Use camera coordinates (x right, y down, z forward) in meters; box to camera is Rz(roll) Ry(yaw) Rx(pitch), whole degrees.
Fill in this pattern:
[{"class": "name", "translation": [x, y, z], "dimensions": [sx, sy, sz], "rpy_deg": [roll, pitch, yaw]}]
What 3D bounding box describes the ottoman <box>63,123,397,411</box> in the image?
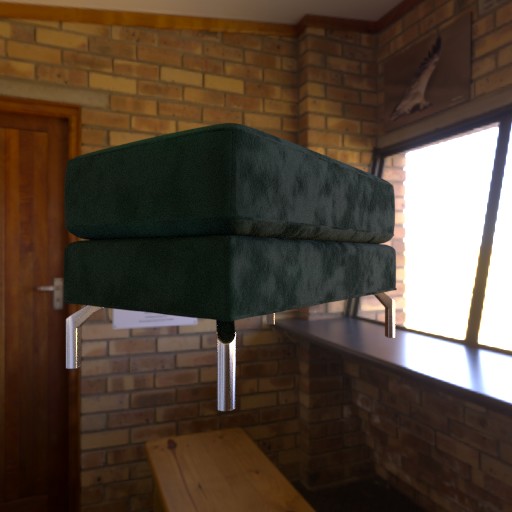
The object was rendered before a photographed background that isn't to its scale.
[{"class": "ottoman", "translation": [0.000, 0.000, 1.259], "dimensions": [0.536, 0.533, 0.886], "rpy_deg": [0, 0, 36]}]
